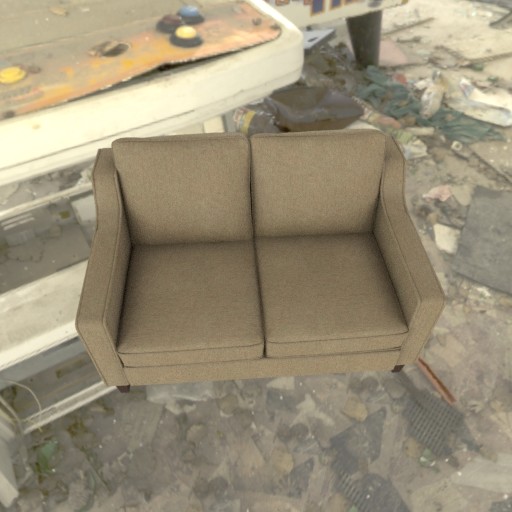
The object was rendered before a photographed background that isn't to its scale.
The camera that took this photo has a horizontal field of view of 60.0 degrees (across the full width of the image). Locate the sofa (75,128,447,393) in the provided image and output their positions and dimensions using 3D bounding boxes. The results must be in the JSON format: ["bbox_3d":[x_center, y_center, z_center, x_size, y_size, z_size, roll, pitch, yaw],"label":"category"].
[{"bbox_3d":[0.000,0.000,2.179,1.503,0.981,0.985,-3,48,-3],"label":"sofa"}]
